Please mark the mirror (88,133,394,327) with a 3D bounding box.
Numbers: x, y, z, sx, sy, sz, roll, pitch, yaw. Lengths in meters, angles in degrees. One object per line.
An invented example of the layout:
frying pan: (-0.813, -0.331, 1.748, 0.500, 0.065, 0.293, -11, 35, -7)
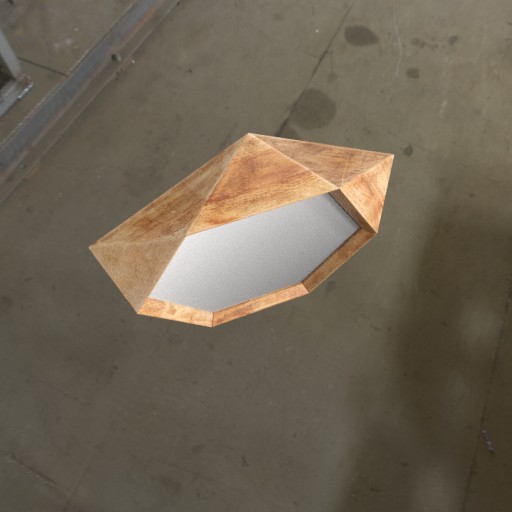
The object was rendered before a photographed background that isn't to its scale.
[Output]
mirror: (0.000, 0.000, 1.081, 0.675, 0.779, 0.091, -18, 65, -9)
